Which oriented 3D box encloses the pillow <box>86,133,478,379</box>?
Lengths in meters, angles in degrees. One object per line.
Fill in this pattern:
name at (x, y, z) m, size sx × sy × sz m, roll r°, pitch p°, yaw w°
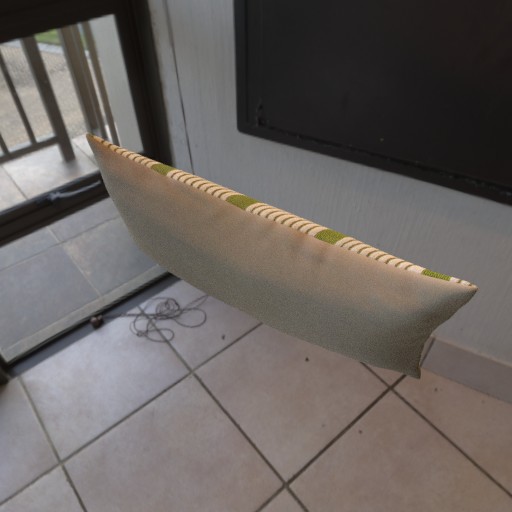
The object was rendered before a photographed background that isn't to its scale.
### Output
pillow at (0.000, 0.000, 0.717) m, size 0.608 × 0.292 × 0.156 m, roll 24°, pitch 51°, yaw 21°
